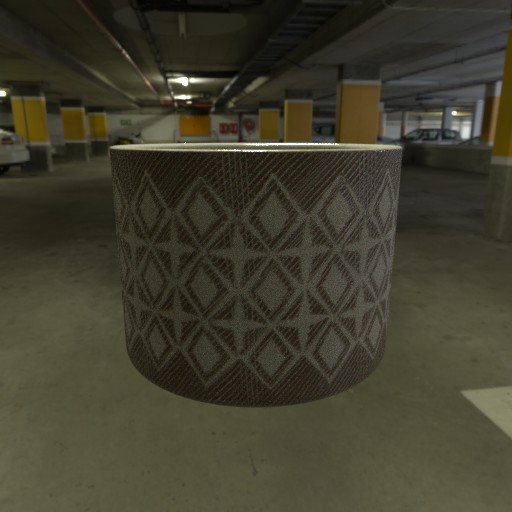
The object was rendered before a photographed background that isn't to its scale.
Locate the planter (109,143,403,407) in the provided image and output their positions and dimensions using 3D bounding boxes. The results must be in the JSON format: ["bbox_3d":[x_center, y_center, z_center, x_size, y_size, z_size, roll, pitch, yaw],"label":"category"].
[{"bbox_3d":[0.000,0.000,0.214,0.126,0.104,0.126,0,15,0],"label":"planter"}]
